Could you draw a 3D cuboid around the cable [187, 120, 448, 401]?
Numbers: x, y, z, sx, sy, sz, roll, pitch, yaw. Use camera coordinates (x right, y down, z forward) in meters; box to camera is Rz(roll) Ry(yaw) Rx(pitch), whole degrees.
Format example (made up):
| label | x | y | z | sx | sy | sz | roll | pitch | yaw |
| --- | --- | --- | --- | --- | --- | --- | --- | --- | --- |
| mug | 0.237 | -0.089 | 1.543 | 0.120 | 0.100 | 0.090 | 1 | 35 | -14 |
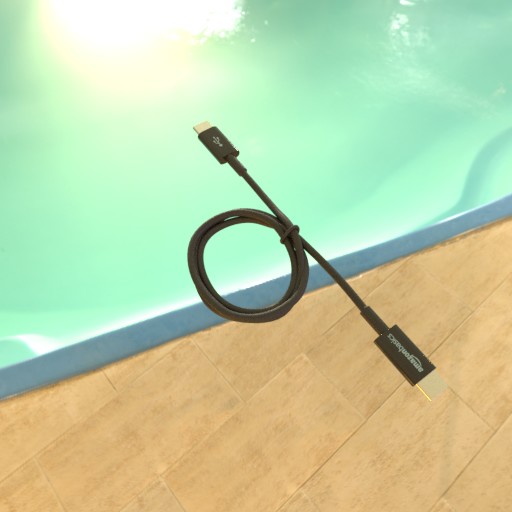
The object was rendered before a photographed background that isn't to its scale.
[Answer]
| label | x | y | z | sx | sy | sz | roll | pitch | yaw |
| --- | --- | --- | --- | --- | --- | --- | --- | --- | --- |
| cable | 0.000 | 0.000 | 0.225 | 0.070 | 0.014 | 0.203 | -31 | 63 | -17 |
